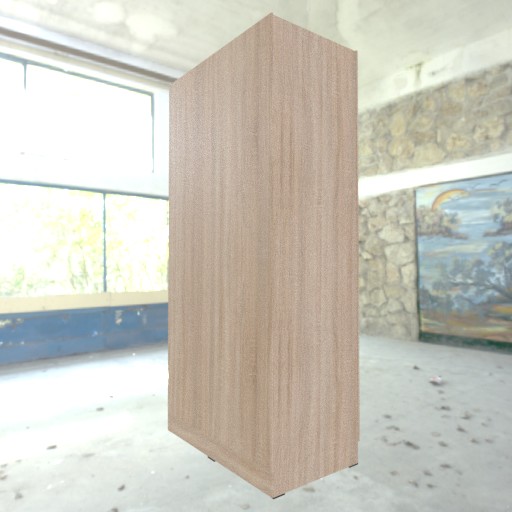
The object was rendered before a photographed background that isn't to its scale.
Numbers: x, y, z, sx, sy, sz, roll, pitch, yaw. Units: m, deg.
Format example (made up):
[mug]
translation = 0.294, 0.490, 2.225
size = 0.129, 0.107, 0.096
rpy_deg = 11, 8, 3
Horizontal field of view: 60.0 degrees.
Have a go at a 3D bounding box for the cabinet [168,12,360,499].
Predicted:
[cabinet]
translation = 0.000, 0.000, 2.501
size = 0.590, 2.121, 1.001
rpy_deg = 1, -2, -37
